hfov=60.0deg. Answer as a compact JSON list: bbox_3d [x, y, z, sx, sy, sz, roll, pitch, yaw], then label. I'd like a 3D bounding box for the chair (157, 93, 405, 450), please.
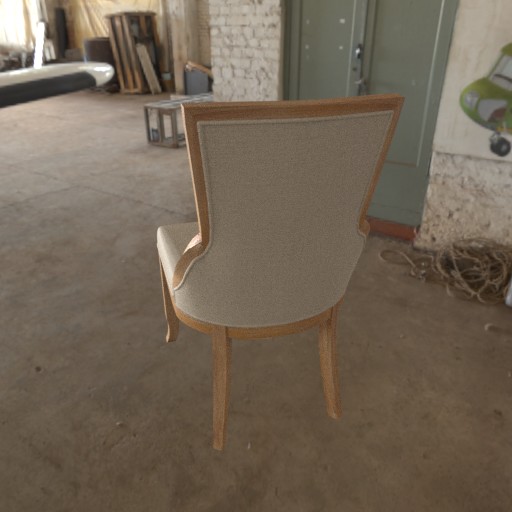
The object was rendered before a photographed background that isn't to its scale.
[{"bbox_3d":[0.000,0.000,1.302,0.524,0.947,0.641,-8,28,-16],"label":"chair"}]
